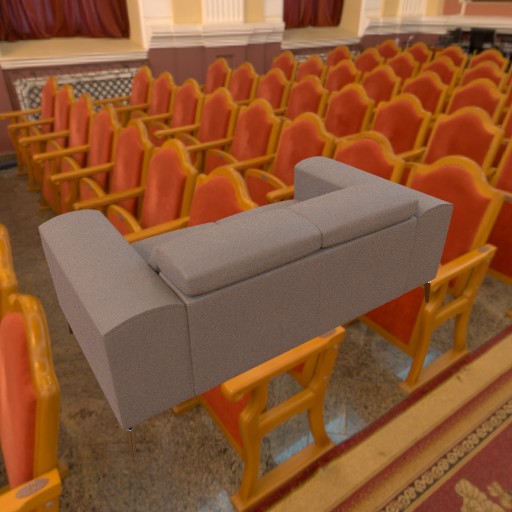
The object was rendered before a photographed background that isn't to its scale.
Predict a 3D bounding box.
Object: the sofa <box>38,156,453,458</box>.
[{"bbox_3d":[0.000,0.000,2.344,1.895,0.779,1.003,-19,35,-29],"label":"sofa"}]
